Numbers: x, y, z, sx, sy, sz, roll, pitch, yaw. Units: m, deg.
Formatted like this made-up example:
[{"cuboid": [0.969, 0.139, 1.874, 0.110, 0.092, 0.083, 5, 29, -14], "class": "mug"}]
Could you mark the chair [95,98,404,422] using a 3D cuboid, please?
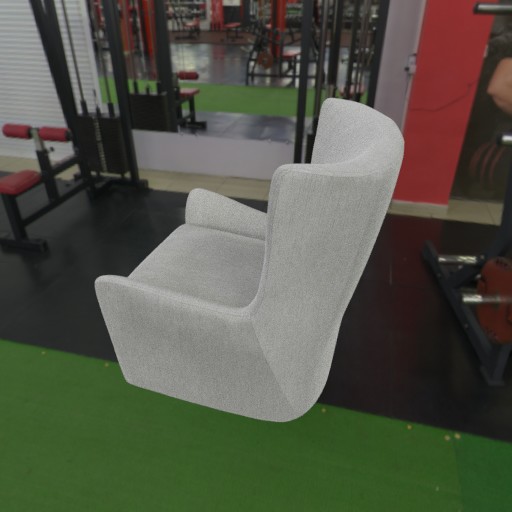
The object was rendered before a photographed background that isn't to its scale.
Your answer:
[{"cuboid": [0.000, 0.000, 1.640, 0.904, 1.000, 0.779, 9, 33, 14], "class": "chair"}]
